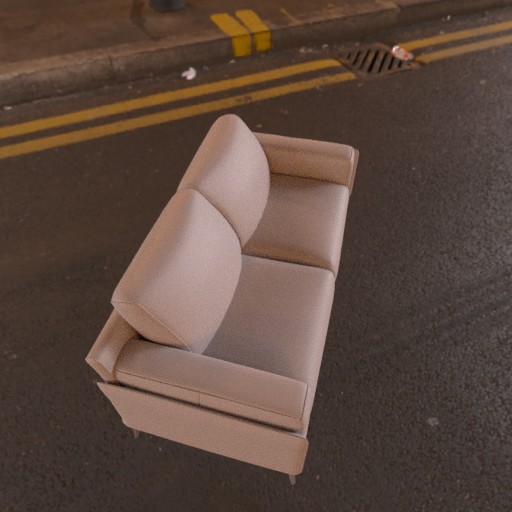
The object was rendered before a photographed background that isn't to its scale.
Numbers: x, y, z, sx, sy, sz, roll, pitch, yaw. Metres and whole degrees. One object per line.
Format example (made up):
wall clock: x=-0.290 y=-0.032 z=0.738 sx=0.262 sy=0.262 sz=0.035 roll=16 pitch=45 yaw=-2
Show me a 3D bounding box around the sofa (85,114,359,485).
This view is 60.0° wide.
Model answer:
sofa: x=0.000 y=0.000 z=2.591 sx=1.049 sy=0.930 sz=2.101 roll=11 pitch=49 yaw=10
